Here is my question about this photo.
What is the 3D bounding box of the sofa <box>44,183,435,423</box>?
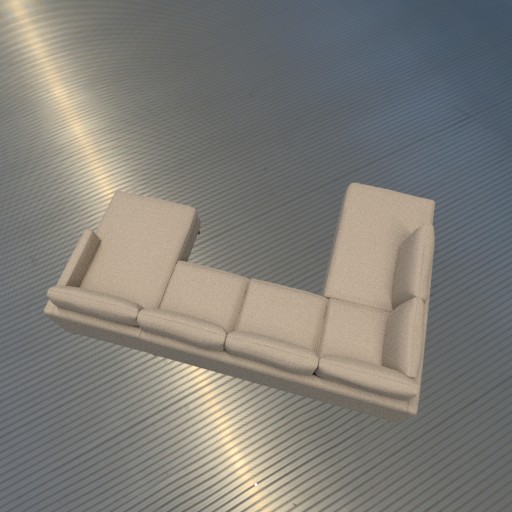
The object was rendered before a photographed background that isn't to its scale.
[{"bbox_3d":[0.000,0.000,3.601,2.737,0.756,1.879,14,64,7],"label":"sofa"}]
